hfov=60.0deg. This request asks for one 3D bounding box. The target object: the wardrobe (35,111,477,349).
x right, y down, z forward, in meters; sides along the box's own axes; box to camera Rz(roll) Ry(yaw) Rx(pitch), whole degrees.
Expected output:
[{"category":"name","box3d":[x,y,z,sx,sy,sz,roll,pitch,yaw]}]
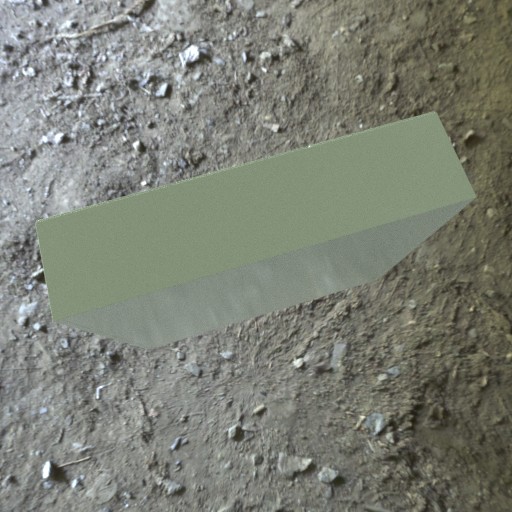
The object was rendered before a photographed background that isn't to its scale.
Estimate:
[{"category":"wardrobe","box3d":[0.000,0.000,1.962,1.340,1.200,0.360,-16,75,-5]}]
